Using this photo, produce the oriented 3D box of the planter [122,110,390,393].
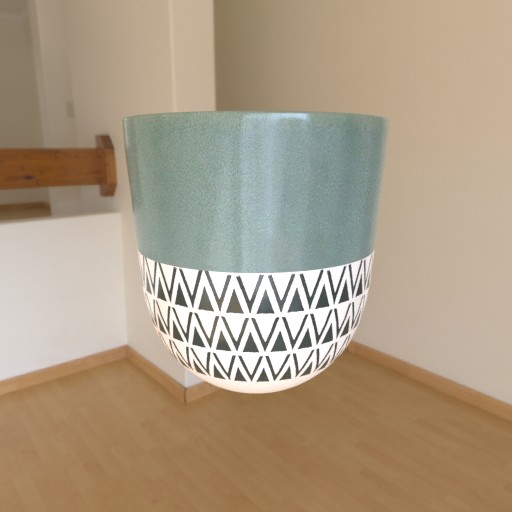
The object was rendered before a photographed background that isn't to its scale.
[{"bbox_3d":[0.000,0.000,0.367,0.198,0.214,0.198,0,14,0],"label":"planter"}]
